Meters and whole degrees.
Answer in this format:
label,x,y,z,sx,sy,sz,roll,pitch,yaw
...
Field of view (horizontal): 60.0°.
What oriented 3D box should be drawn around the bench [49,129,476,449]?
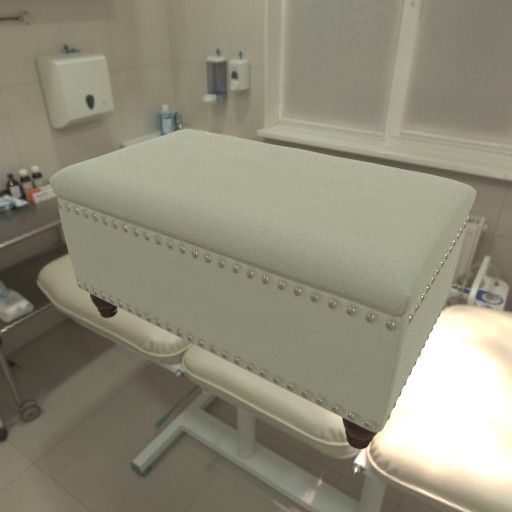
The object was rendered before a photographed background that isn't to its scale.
label,x,y,z,sx,sy,sz,roll,pitch,yaw
bench,0.000,0.000,1.140,0.887,0.449,0.500,19,35,28
